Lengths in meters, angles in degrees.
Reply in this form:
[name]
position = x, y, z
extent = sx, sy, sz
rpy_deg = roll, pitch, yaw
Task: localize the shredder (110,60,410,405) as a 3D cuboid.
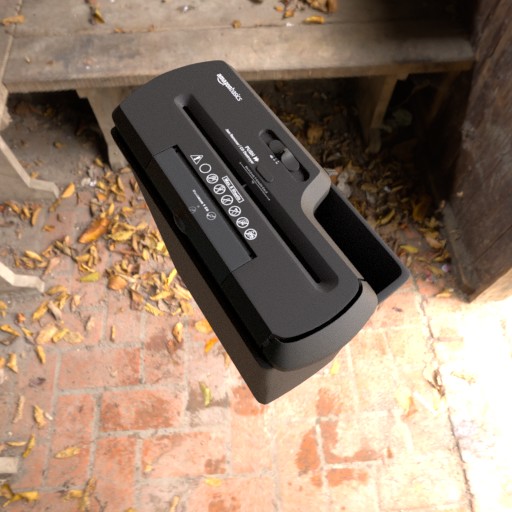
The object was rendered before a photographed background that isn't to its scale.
[shredder]
position = 0.000, 0.000, 0.528
extent = 0.170, 0.335, 0.320
rpy_deg = -30, 67, -14
